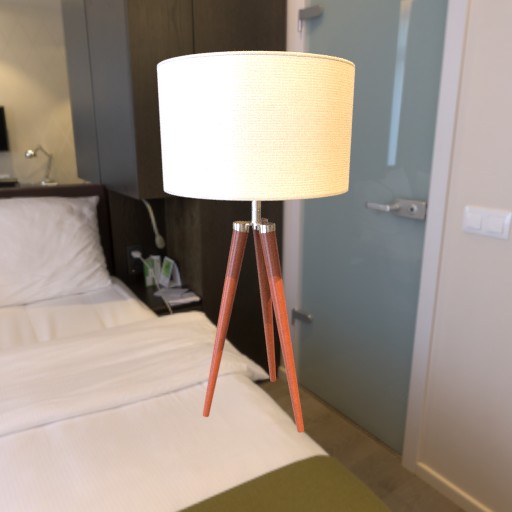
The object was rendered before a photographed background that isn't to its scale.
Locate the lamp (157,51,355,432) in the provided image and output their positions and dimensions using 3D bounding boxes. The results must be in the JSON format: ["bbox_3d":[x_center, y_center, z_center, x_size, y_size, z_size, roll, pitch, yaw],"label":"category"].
[{"bbox_3d":[0.000,0.000,0.903,0.355,0.709,0.354,7,17,25],"label":"lamp"}]
